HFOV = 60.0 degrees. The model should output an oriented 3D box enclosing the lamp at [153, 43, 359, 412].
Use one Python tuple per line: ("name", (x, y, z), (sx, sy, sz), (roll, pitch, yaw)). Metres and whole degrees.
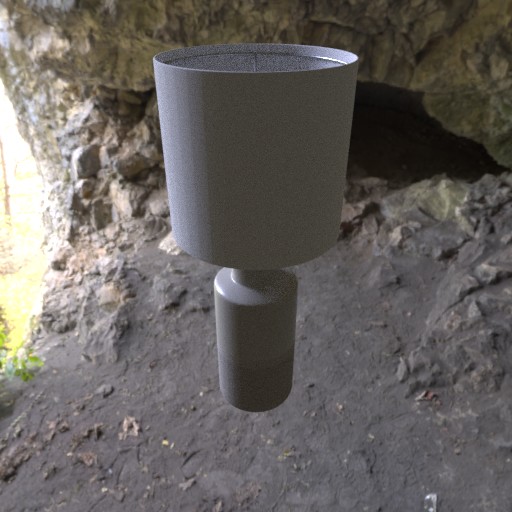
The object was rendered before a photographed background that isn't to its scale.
("lamp", (0.000, 0.000, 0.593), (0.212, 0.493, 0.212), (0, 32, 0))
